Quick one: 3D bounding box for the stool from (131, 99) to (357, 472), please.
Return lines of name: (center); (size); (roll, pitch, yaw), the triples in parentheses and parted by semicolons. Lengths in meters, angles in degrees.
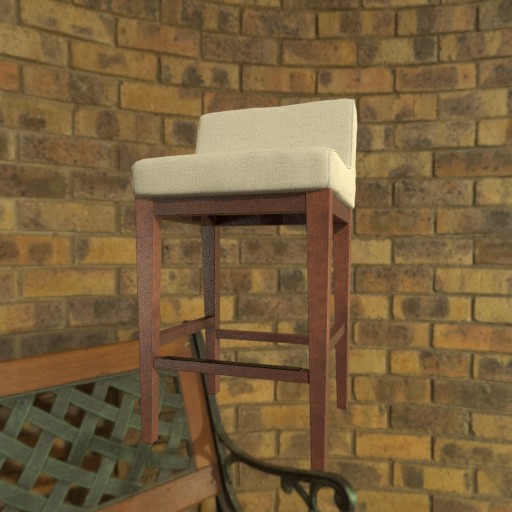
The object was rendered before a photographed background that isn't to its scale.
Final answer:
stool: (0.000, 0.000, 1.240); (0.511, 0.937, 0.500); (0, 1, 18)
